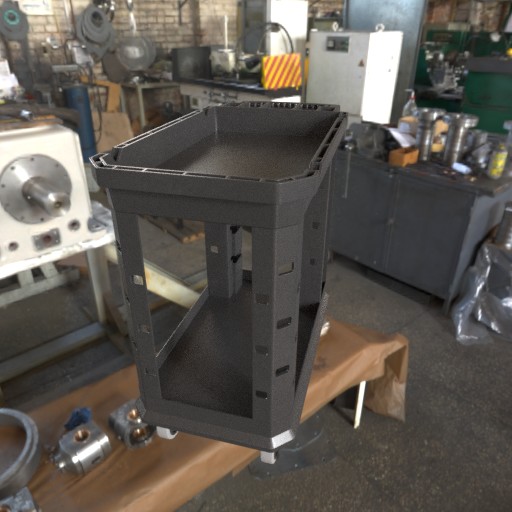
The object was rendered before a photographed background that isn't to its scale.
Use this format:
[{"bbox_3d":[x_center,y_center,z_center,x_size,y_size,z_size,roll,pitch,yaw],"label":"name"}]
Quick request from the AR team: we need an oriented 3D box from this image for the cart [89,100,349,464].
[{"bbox_3d":[0.000,0.000,1.508,0.497,0.884,1.061,7,28,14],"label":"cart"}]
